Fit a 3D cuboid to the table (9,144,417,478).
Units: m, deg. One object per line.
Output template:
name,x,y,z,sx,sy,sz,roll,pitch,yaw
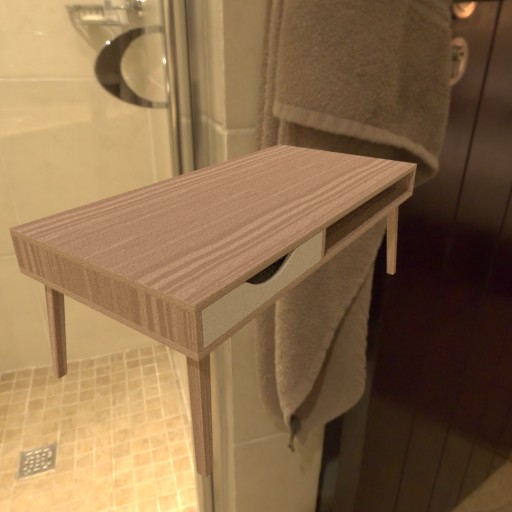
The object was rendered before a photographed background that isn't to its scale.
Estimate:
table,0.000,0.000,1.442,0.600,0.450,1.200,17,30,32
